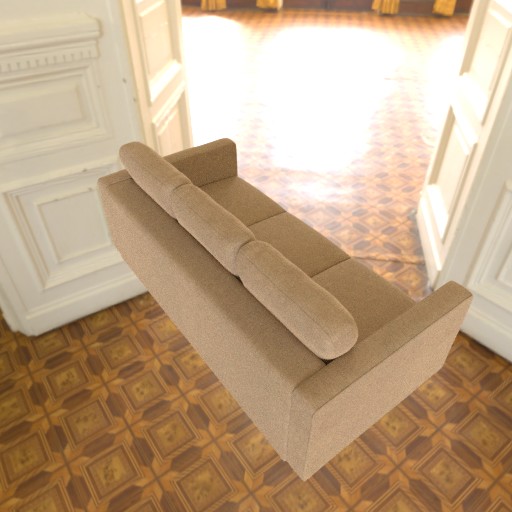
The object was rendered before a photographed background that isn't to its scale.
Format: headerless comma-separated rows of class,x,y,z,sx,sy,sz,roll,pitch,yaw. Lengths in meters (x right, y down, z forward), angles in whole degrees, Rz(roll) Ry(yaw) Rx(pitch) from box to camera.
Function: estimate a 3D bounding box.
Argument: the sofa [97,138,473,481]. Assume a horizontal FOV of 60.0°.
sofa,0.000,0.000,2.326,0.930,0.800,1.855,-26,47,-27
